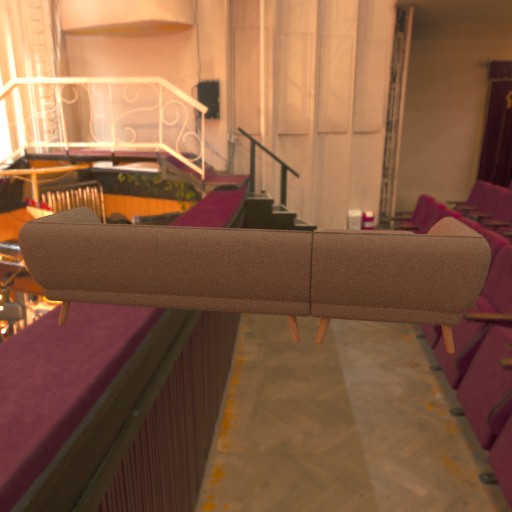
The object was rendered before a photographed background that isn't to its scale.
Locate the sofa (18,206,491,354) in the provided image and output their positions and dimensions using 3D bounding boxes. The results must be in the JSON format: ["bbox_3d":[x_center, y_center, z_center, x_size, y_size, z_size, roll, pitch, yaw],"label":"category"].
[{"bbox_3d":[0.000,0.000,3.209,2.653,0.693,1.532,2,16,9],"label":"sofa"}]
